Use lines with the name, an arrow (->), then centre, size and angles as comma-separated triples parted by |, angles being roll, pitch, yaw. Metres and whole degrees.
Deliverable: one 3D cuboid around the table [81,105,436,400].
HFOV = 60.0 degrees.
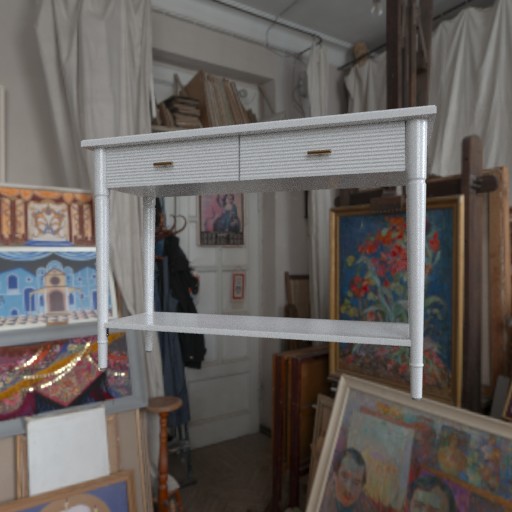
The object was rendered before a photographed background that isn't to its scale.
table -> 0.000, 0.000, 1.445 | 1.067, 0.749, 0.381 | 0, 0, 18
